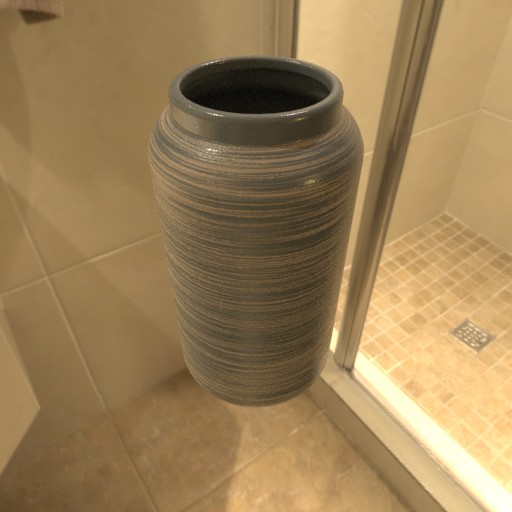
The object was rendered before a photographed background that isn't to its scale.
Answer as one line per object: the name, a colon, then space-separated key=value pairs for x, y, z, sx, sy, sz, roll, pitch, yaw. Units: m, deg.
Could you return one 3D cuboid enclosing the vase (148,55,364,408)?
vase: x=0.000 y=0.000 z=0.296 sx=0.116 sy=0.230 sz=0.116 roll=0 pitch=41 yaw=0
